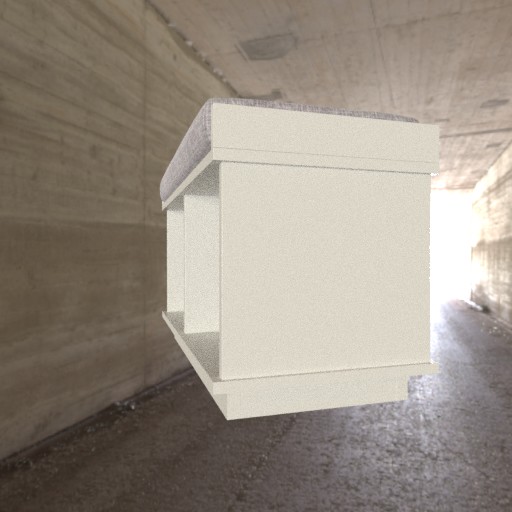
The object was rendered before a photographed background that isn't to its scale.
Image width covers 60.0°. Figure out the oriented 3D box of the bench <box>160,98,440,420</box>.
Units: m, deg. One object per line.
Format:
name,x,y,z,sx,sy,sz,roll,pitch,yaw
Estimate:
bench,0.000,0.000,0.976,0.362,0.461,0.734,0,0,-17
